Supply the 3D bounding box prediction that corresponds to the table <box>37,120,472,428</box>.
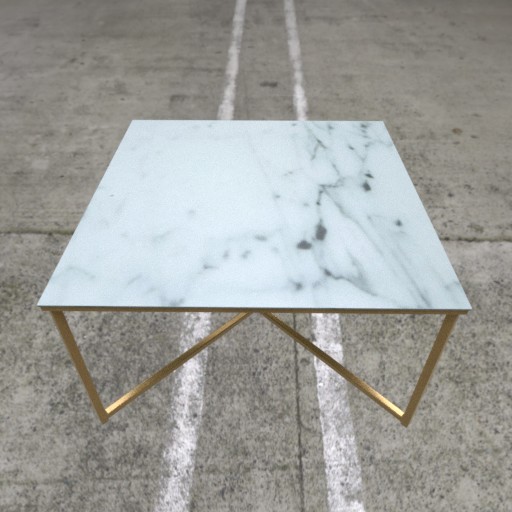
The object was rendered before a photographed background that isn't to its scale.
[{"bbox_3d":[0.000,0.000,1.261,0.800,0.450,0.800,0,41,0],"label":"table"}]
